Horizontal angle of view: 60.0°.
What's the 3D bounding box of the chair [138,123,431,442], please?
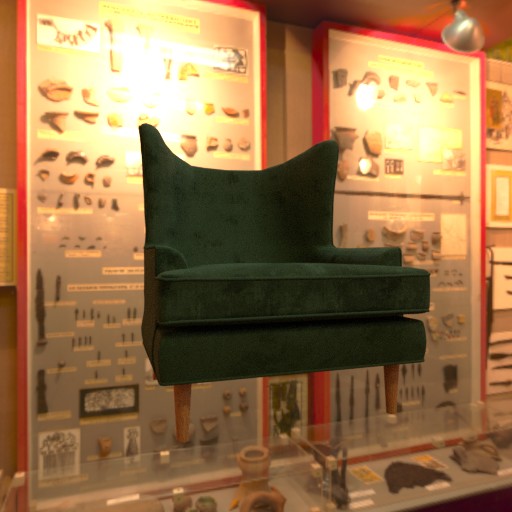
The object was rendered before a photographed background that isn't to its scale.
[{"bbox_3d":[0.000,0.000,1.575,0.793,0.952,0.910,0,0,-18],"label":"chair"}]
